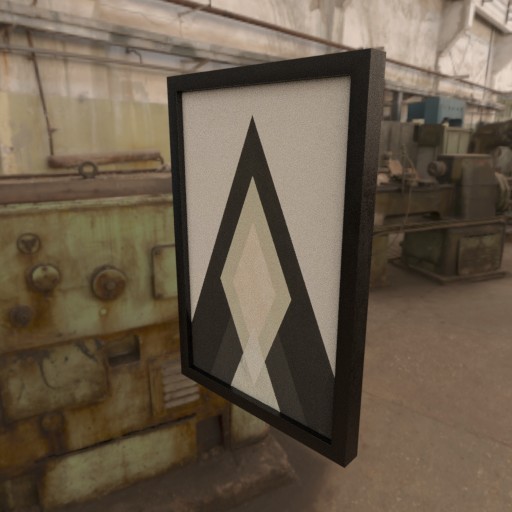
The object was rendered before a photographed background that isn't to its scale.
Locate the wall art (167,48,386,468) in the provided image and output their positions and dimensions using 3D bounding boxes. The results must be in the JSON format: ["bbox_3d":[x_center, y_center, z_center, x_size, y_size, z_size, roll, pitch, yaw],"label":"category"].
[{"bbox_3d":[0.000,0.000,0.577,0.313,0.457,0.031,14,21,41],"label":"wall art"}]
